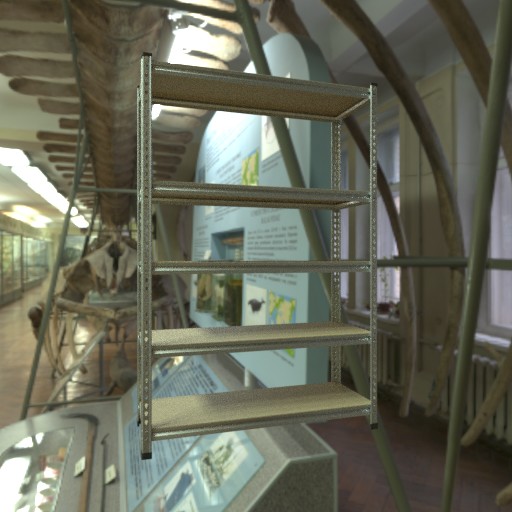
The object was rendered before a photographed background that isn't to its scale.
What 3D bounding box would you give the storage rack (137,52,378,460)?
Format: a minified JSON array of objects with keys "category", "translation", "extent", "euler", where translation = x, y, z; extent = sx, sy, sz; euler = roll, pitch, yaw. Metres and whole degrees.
[{"category":"storage rack","translation":[0.000,0.000,2.383],"extent":[1.219,1.829,0.457],"euler":[0,0,-17]}]
